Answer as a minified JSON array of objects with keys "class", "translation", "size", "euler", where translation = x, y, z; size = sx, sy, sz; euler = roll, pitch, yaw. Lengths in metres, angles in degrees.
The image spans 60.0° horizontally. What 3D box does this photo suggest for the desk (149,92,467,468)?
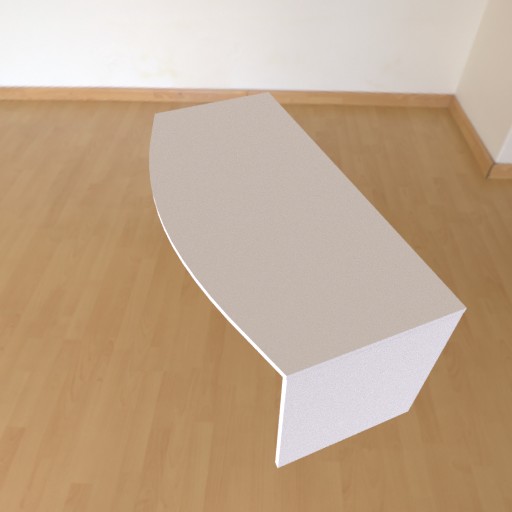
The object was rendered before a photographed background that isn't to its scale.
[{"class":"desk","translation":[0.000,0.000,2.094],"size":[0.802,0.750,1.600],"euler":[-16,48,-15]}]
